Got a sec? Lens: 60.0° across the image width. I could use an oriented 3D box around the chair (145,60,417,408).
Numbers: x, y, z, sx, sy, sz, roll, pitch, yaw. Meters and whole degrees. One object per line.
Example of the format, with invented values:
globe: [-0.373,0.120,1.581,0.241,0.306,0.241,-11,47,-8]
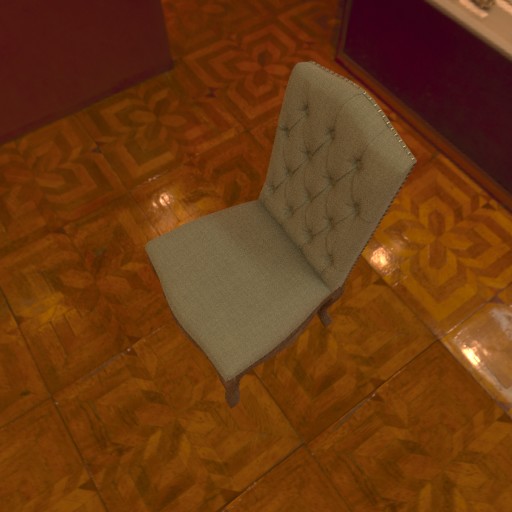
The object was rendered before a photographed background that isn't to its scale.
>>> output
chair: [0.000,0.000,1.637,0.731,1.191,0.637,-30,66,-15]
